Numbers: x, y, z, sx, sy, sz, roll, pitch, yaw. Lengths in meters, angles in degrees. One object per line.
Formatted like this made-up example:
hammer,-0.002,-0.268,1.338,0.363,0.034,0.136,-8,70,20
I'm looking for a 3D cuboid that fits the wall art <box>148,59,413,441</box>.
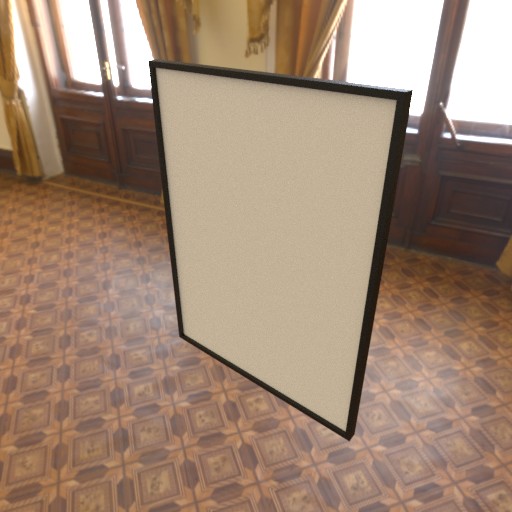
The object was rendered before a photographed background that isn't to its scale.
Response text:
wall art,0.000,0.000,1.384,0.802,1.070,0.036,22,37,33
